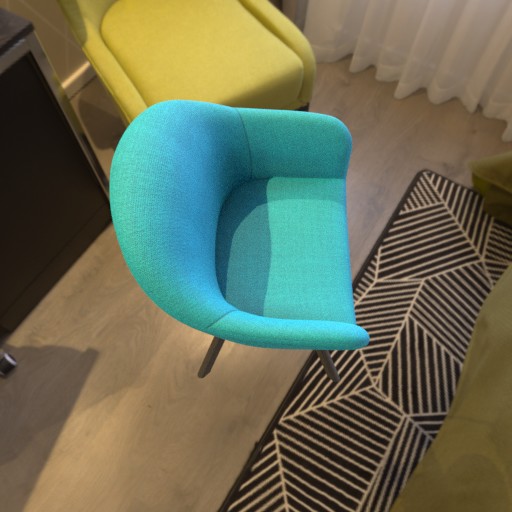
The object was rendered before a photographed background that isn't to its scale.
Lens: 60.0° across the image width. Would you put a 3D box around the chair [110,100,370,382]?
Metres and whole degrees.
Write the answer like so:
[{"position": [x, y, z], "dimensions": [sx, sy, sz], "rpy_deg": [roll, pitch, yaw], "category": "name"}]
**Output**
[{"position": [0.000, 0.000, 1.173], "dimensions": [0.550, 0.795, 0.590], "rpy_deg": [1, 64, 1], "category": "chair"}]
